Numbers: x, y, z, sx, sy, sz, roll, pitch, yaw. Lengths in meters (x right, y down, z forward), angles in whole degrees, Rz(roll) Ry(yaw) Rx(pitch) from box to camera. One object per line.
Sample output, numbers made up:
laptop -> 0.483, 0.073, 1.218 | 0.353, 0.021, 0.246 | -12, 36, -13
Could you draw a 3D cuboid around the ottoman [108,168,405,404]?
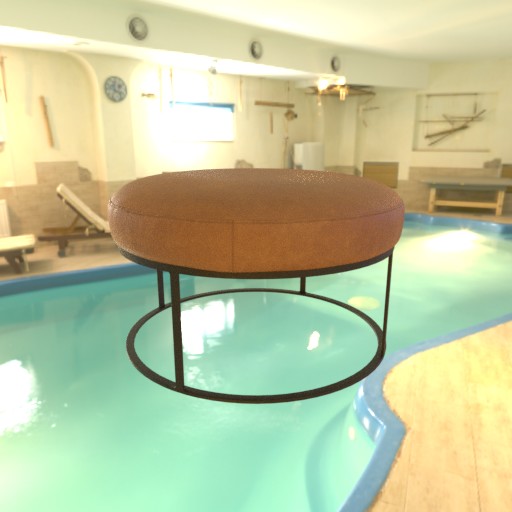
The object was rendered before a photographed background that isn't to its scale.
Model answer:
ottoman -> 0.000, 0.000, 1.244 | 0.771, 0.460, 0.771 | 0, 15, 0
